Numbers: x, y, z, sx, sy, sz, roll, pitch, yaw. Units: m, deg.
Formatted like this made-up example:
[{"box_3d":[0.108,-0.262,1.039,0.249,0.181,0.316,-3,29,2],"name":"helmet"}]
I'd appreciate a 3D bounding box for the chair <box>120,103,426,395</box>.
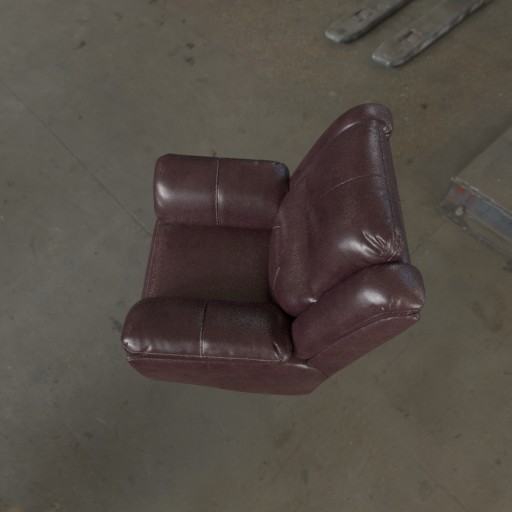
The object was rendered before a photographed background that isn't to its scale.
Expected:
[{"box_3d":[0.000,0.000,1.916,1.041,1.093,0.990,2,58,1],"name":"chair"}]
